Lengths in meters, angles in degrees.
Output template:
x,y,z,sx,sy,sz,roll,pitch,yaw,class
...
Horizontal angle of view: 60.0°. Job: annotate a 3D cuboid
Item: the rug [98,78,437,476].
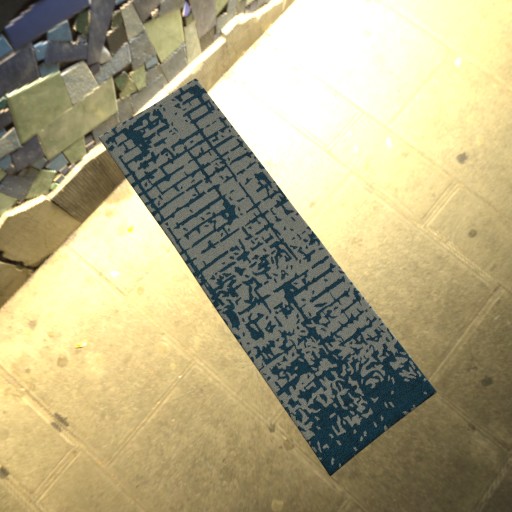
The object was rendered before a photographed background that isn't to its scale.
x,y,z,sx,sy,sz,roll,pitch,yaw,class
0.000,0.000,2.649,0.750,0.011,2.435,-34,79,-8,rug
